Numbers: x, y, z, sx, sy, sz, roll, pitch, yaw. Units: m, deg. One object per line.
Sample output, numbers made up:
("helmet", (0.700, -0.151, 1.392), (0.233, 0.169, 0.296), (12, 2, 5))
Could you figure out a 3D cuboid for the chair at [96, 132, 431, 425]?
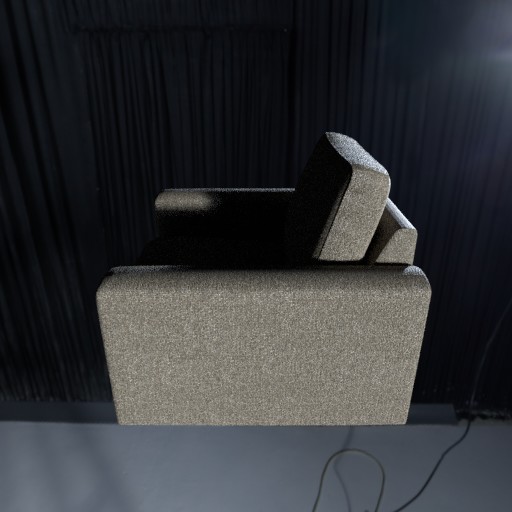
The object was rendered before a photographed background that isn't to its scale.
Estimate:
("chair", (0.000, 0.000, 1.772), (1.016, 0.873, 1.005), (0, 25, 0))
